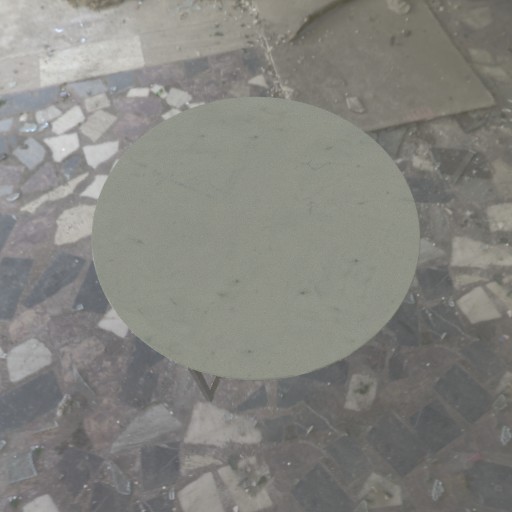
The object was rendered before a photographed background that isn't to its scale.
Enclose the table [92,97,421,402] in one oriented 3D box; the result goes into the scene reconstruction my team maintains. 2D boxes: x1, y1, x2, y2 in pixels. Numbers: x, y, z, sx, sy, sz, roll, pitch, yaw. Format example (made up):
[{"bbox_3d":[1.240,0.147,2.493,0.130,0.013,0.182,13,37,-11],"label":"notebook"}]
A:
[{"bbox_3d":[0.000,0.000,1.292,0.800,0.450,0.800,0,63,0],"label":"table"}]
